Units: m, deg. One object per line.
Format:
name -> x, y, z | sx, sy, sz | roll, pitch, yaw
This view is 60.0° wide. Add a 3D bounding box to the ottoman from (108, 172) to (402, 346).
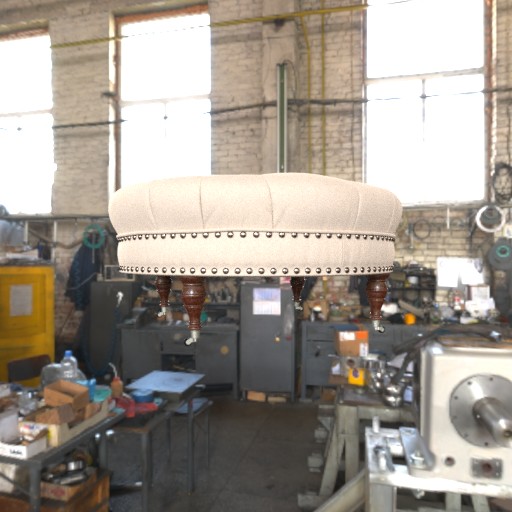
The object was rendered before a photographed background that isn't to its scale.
ottoman -> 0.000, 0.000, 1.426 | 0.901, 0.439, 0.901 | 0, 0, 0
